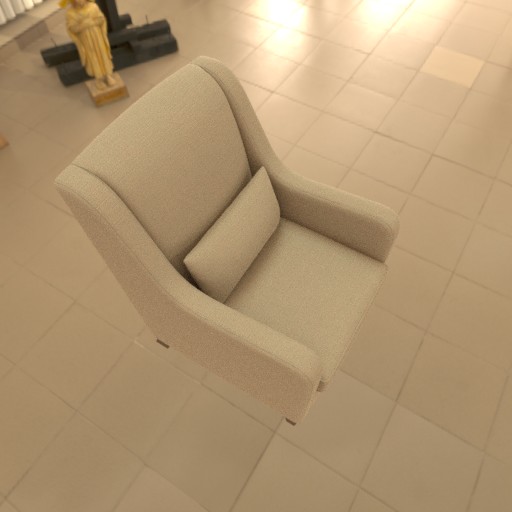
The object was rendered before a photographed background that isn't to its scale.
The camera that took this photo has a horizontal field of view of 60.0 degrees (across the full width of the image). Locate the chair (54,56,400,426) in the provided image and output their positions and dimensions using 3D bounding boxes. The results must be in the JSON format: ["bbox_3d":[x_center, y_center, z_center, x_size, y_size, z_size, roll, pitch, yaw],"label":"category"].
[{"bbox_3d":[0.000,0.000,1.643,0.896,1.017,0.715,27,61,17],"label":"chair"}]
